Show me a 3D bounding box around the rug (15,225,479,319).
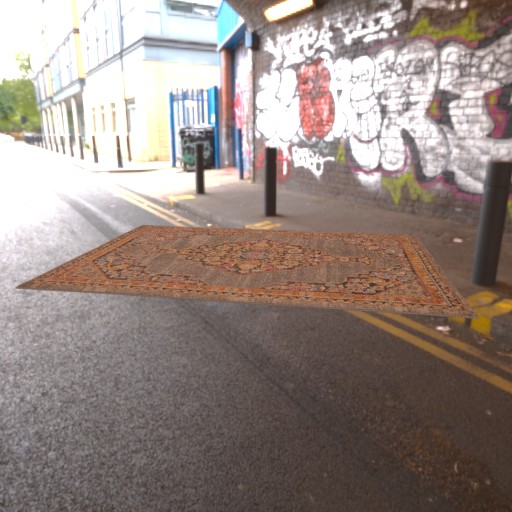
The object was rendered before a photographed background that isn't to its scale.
[{"bbox_3d":[0.000,0.000,3.676,2.901,0.026,2.043,3,16,9],"label":"rug"}]
